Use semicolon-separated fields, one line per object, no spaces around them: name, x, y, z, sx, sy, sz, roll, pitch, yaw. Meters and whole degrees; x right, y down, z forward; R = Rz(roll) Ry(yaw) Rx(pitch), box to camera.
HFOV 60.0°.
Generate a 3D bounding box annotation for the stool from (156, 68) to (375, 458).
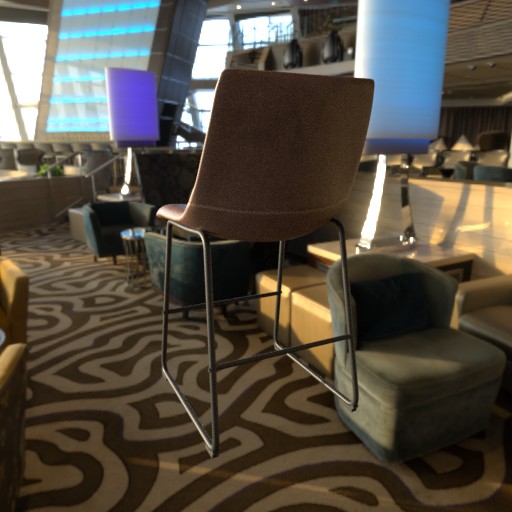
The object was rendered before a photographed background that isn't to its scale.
stool;0.000;0.000;1.240;0.460;0.890;0.550;-7;16;-26
